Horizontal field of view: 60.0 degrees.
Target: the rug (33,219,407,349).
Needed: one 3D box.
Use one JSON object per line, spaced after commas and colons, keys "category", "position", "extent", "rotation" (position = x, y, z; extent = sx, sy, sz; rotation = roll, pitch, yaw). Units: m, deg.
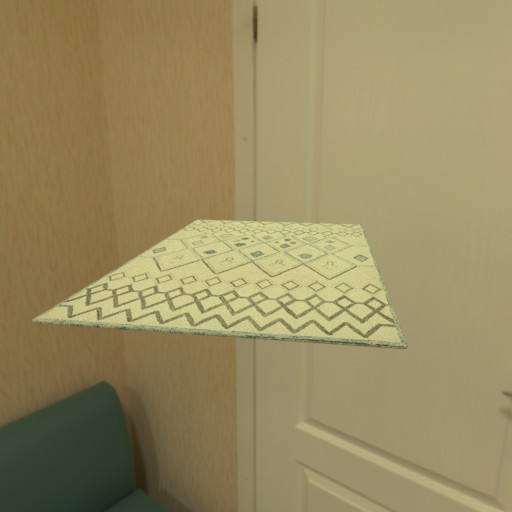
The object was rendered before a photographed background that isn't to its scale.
{"category": "rug", "position": [0.000, 0.000, 2.909], "extent": [1.524, 0.015, 2.439], "rotation": [2, 15, 9]}
